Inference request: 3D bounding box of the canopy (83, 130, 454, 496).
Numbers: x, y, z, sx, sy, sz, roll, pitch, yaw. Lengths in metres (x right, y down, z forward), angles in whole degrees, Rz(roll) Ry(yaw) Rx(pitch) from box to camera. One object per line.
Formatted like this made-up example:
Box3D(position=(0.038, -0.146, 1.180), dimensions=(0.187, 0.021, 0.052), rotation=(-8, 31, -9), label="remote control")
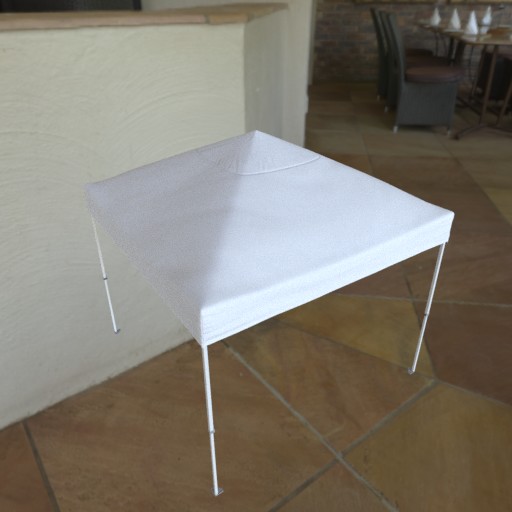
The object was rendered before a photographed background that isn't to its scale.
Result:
Box3D(position=(0.000, 0.000, 5.314), dimensions=(2.998, 2.997, 2.996), rotation=(-19, 35, -29), label="canopy")
